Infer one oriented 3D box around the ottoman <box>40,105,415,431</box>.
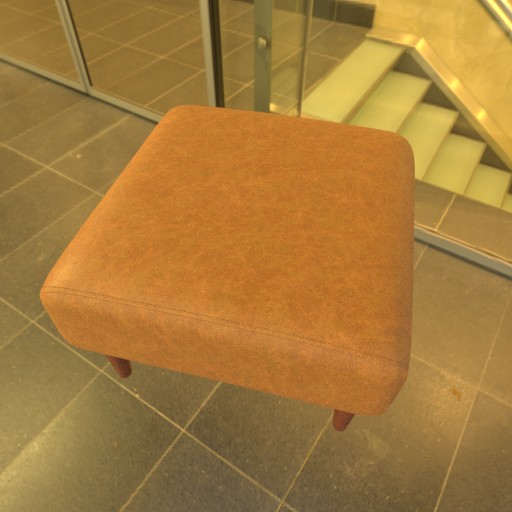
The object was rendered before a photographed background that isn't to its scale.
[{"bbox_3d":[0.000,0.000,1.027,0.650,0.399,0.650,11,49,9],"label":"ottoman"}]
